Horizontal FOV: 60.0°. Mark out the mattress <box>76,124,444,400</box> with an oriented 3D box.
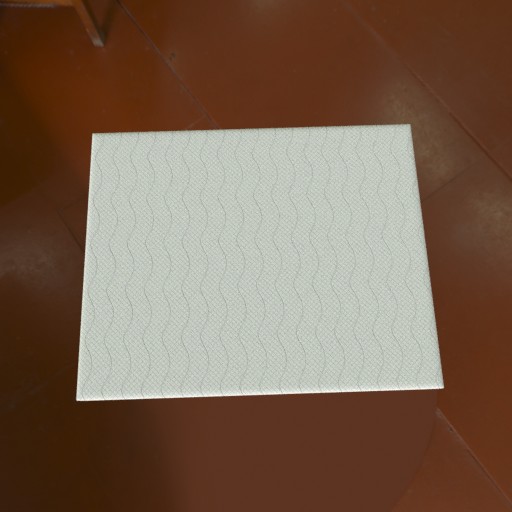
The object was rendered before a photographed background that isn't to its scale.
[{"bbox_3d":[0.000,0.000,2.691,2.000,0.230,1.600,-2,76,0],"label":"mattress"}]
